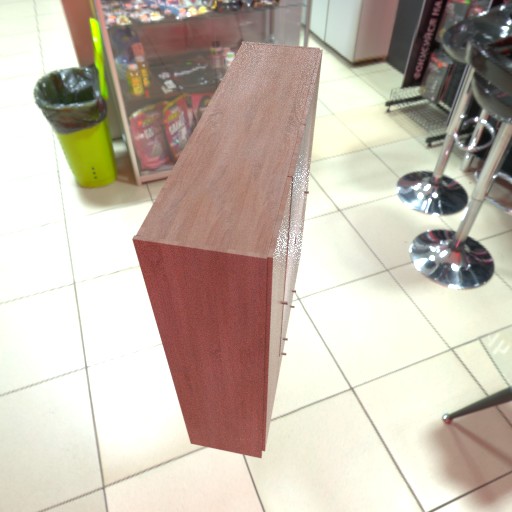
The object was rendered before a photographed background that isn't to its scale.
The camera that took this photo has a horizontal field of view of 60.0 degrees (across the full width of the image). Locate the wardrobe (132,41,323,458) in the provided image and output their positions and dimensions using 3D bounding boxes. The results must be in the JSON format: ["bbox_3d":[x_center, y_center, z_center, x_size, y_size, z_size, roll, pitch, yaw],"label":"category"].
[{"bbox_3d":[0.000,0.000,3.168,0.598,2.159,1.998,8,47,8],"label":"wardrobe"}]
